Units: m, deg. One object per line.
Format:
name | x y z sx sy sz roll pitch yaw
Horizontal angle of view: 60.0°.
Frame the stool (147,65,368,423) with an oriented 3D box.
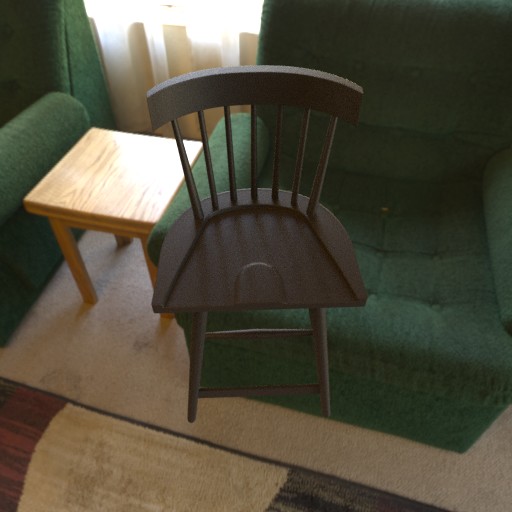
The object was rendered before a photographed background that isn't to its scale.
stool | 0.000 0.000 1.262 0.494 0.953 0.549 -2 47 -2
